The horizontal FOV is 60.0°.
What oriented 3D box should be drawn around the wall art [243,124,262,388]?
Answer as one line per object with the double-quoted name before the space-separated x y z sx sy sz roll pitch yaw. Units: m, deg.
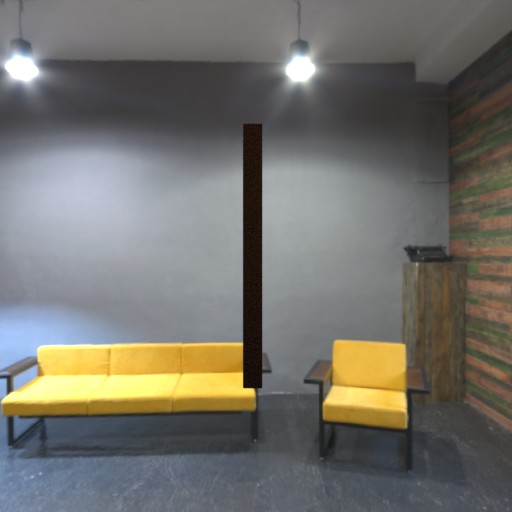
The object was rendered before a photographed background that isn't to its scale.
"wall art" 0.000 0.000 1.714 0.041 0.554 1.572 0 0 1
